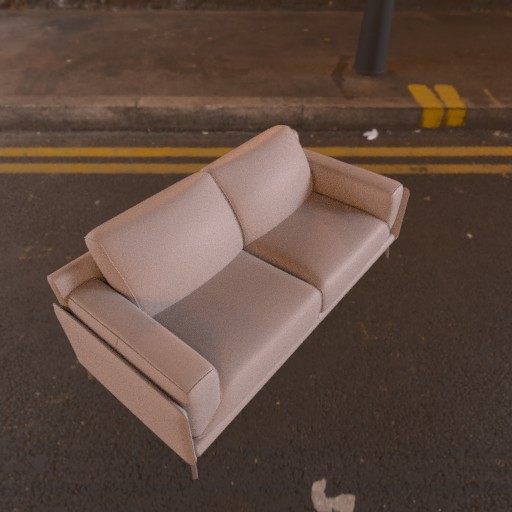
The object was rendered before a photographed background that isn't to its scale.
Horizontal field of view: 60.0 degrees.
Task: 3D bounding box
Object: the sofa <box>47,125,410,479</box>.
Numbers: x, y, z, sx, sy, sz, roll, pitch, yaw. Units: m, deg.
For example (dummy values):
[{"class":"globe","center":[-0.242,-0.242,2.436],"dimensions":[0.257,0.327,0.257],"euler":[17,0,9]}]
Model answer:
[{"class":"sofa","center":[0.000,0.000,2.612],"dimensions":[1.049,0.930,2.101],"euler":[28,48,28]}]
